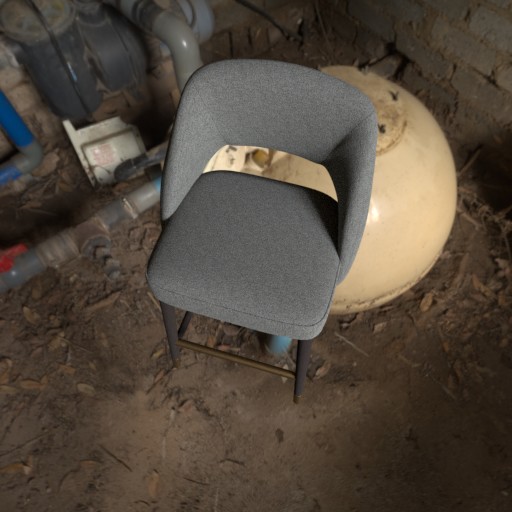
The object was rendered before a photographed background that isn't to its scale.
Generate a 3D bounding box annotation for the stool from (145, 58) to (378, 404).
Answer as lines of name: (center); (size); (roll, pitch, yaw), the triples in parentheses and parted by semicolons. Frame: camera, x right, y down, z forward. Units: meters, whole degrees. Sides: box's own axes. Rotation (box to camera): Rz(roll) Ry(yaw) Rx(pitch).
stool: (0.000, 0.000, 1.281); (0.536, 0.925, 0.524); (14, 60, 8)
